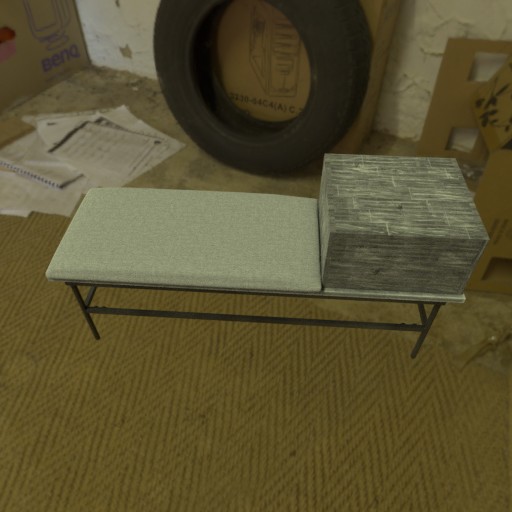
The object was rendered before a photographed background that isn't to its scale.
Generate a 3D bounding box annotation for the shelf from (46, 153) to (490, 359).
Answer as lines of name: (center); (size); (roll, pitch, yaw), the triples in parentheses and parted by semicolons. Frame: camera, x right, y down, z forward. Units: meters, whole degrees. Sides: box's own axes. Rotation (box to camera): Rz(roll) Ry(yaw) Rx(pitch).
shelf: (0.000, 0.000, 1.618); (1.342, 0.633, 0.457); (3, 46, 3)
